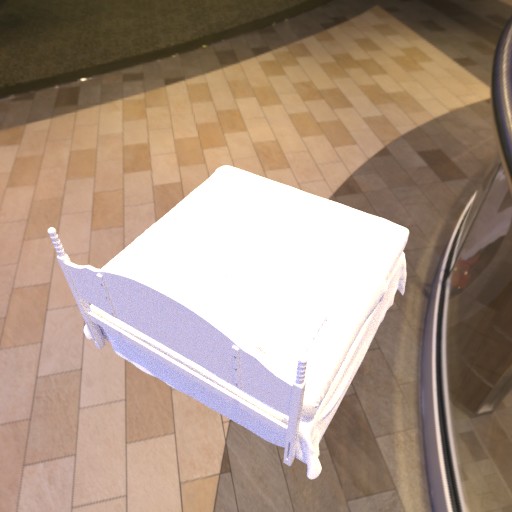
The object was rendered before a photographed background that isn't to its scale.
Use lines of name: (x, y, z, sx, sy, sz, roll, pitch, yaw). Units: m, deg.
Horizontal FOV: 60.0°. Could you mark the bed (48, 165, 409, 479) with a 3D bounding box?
bed: (0.000, 0.000, 3.690, 2.322, 1.355, 2.219, 23, 49, 22)
